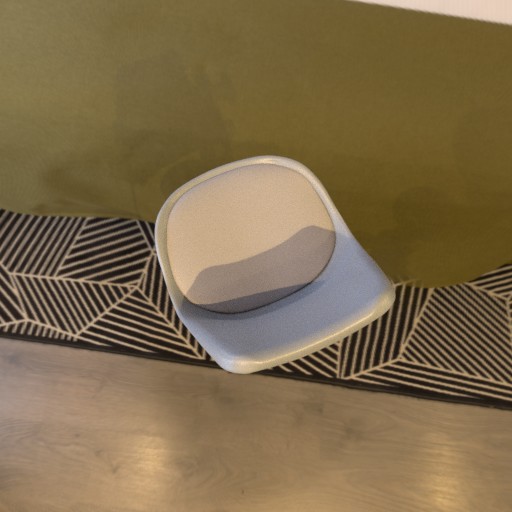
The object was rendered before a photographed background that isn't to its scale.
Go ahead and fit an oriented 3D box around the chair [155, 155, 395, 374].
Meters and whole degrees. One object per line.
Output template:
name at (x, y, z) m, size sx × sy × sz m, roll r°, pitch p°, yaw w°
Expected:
chair at (0.000, 0.000, 1.184) m, size 0.485 × 0.850 × 0.550 m, roll -23°, pitch 78°, yaw -5°
